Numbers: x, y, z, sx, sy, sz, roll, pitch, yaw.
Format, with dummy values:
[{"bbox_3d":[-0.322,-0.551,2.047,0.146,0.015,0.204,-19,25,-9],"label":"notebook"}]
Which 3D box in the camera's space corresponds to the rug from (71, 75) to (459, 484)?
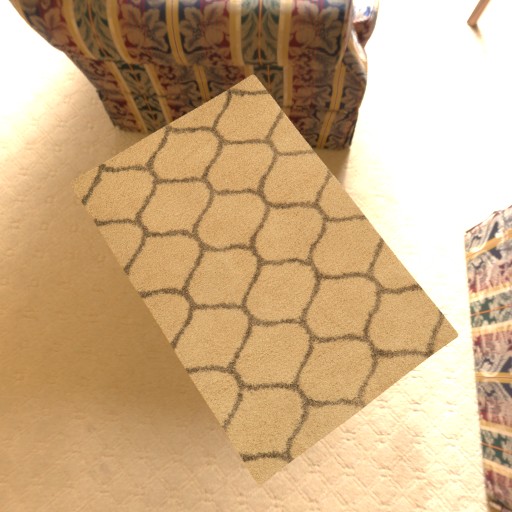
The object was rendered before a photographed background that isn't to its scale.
[{"bbox_3d":[0.000,0.000,3.426,1.801,0.026,2.701,-34,78,-8],"label":"rug"}]
